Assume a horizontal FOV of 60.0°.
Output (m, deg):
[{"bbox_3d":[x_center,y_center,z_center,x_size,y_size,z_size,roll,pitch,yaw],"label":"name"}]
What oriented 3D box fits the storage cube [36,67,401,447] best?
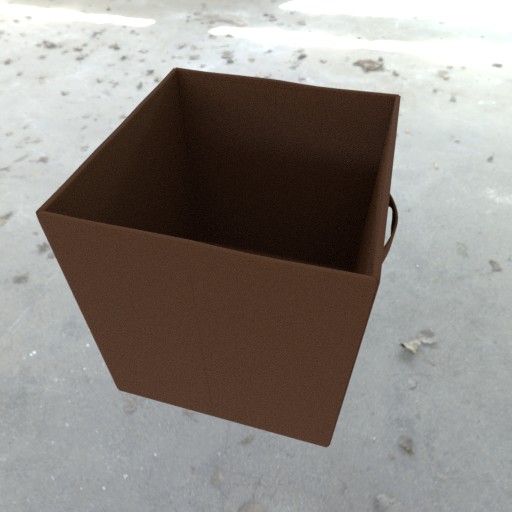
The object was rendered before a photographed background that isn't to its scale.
[{"bbox_3d":[0.000,0.000,0.490,0.270,0.280,0.270,11,47,11],"label":"storage cube"}]
